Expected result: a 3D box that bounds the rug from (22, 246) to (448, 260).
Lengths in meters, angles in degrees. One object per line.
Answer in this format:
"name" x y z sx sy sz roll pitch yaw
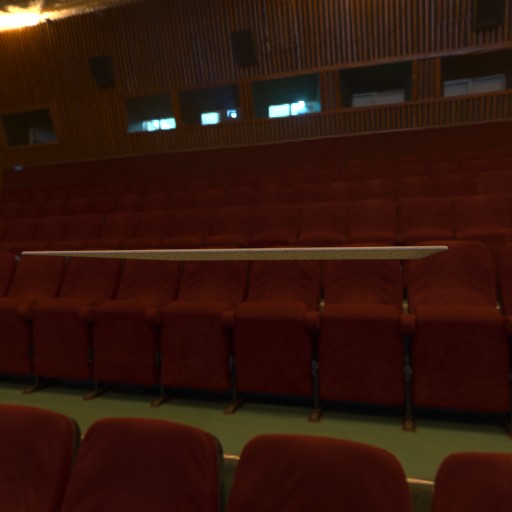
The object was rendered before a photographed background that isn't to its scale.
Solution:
"rug" 0.000 0.000 4.073 2.976 0.018 2.430 -1 -2 16
